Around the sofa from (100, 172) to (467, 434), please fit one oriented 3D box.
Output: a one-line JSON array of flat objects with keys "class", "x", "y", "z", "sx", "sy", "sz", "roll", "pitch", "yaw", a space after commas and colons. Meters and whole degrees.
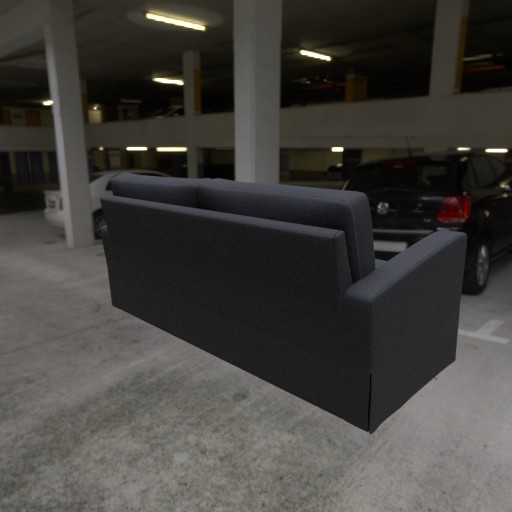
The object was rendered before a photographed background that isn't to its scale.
[{"class": "sofa", "x": 0.000, "y": 0.000, "z": 2.332, "sx": 1.852, "sy": 0.839, "sz": 0.898, "roll": 13, "pitch": 19, "yaw": 43}]
